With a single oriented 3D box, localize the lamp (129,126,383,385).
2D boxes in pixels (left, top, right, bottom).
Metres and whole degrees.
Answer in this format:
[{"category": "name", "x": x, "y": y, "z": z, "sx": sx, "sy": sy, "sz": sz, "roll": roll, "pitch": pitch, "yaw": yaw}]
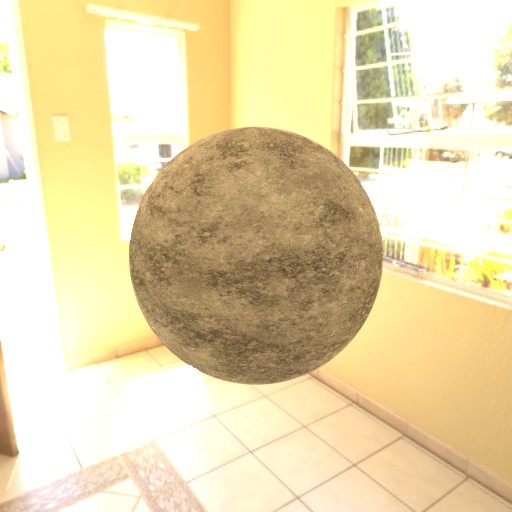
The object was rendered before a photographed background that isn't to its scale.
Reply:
[{"category": "lamp", "x": 0.000, "y": 0.000, "z": 0.764, "sx": 0.422, "sy": 0.429, "sz": 0.422, "roll": 0, "pitch": 15, "yaw": 0}]
